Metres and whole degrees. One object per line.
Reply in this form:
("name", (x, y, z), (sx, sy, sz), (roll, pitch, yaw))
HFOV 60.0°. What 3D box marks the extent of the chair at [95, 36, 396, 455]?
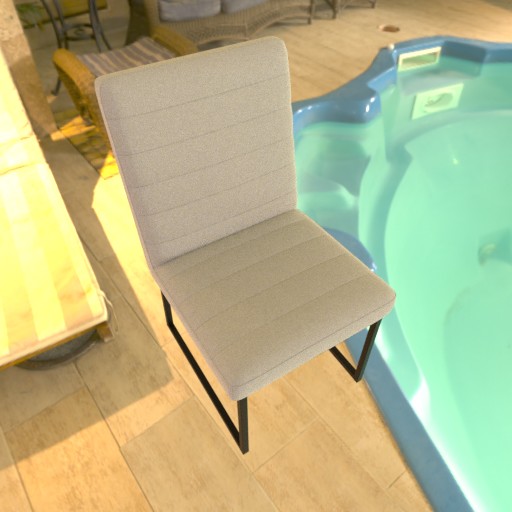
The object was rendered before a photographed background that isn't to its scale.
("chair", (0.000, 0.000, 1.250), (0.520, 0.930, 0.634), (-24, 50, -22))
